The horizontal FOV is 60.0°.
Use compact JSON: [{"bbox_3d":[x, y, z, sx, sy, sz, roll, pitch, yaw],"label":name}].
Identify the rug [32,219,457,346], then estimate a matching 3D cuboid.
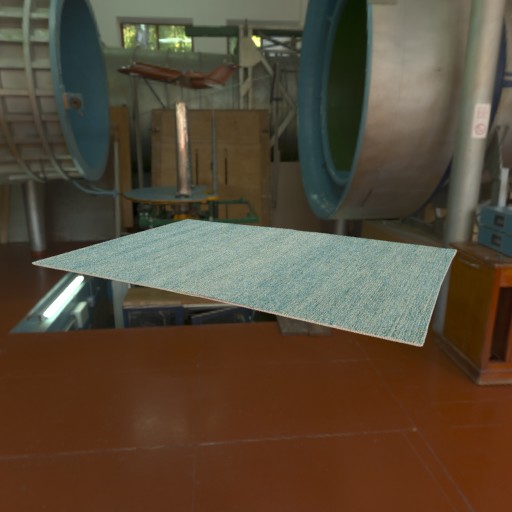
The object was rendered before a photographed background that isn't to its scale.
[{"bbox_3d":[0.000,0.000,2.892,2.305,0.029,1.593,8,18,27],"label":"rug"}]
